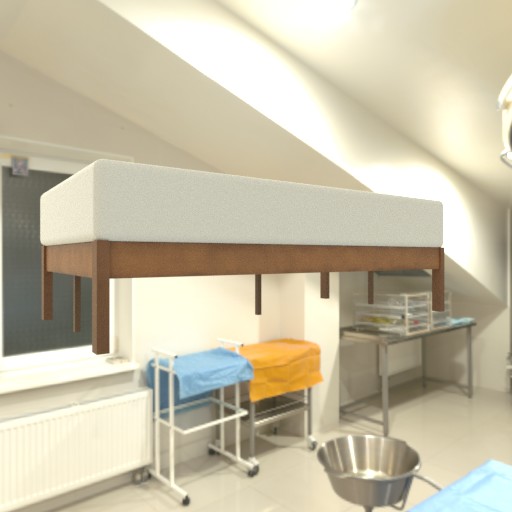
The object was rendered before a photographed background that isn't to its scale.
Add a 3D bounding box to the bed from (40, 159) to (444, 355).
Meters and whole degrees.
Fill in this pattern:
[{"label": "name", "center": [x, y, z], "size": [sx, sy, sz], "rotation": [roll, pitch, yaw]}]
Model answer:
[{"label": "bed", "center": [0.000, 0.000, 2.314], "size": [1.902, 0.616, 0.961], "rotation": [0, 0, -35]}]
